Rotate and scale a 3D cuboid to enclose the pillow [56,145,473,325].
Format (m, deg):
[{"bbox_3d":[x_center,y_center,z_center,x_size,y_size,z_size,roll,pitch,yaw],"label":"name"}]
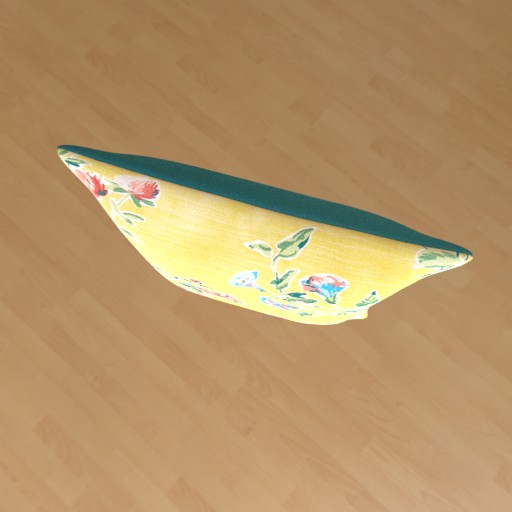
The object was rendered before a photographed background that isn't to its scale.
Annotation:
[{"bbox_3d":[0.000,0.000,0.777,0.525,0.508,0.166,15,76,4],"label":"pillow"}]
